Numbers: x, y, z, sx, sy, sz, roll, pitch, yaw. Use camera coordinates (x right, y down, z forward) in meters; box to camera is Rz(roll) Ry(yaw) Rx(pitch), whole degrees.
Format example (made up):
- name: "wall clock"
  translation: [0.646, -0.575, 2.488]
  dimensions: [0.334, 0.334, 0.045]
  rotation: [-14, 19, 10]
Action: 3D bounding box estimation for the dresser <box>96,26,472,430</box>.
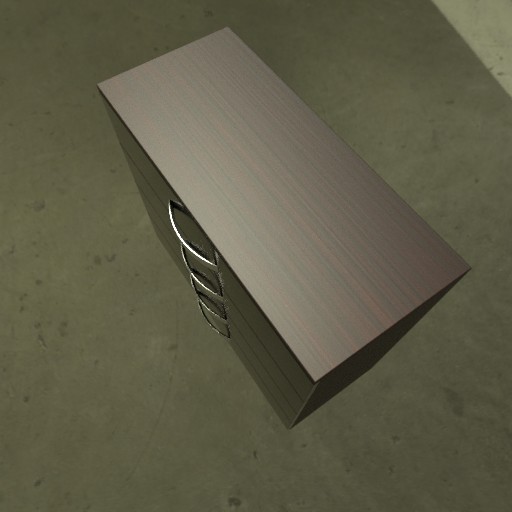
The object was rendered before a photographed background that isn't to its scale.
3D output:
- name: "dresser"
  translation: [0.000, 0.000, 1.154]
  dimensions: [0.360, 0.720, 0.750]
  rotation: [-31, 67, -15]
